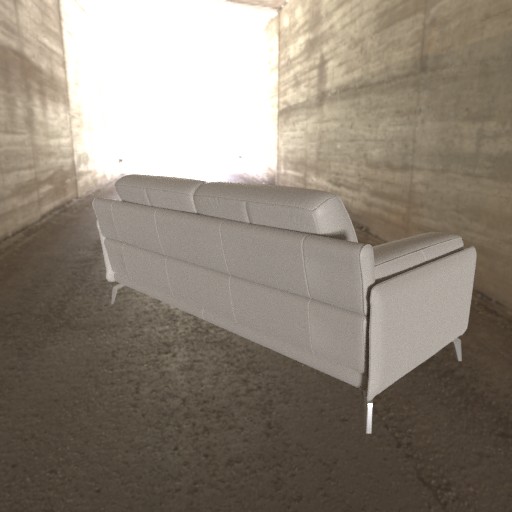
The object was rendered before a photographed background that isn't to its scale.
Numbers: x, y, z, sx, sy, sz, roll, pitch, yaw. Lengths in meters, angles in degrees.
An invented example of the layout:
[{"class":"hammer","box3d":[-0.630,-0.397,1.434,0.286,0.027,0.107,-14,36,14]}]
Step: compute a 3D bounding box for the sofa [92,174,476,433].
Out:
[{"class":"sofa","box3d":[0.000,0.000,2.548,2.101,0.930,1.049,14,20,43]}]
